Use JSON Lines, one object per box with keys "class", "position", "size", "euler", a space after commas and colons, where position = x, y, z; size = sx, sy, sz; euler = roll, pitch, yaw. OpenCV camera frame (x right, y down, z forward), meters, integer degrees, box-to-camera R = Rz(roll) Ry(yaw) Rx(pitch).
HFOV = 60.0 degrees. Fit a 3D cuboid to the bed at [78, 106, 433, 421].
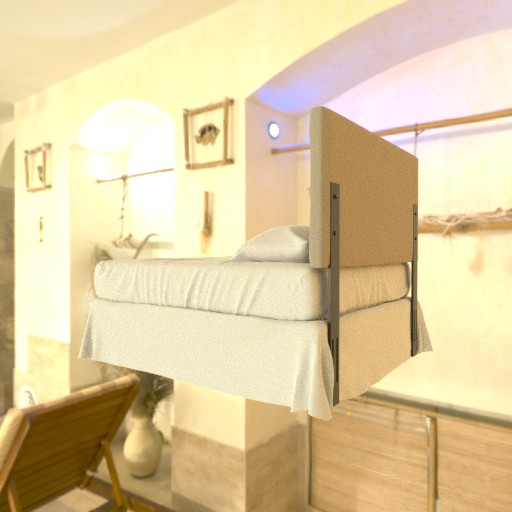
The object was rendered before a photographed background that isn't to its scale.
{"class": "bed", "position": [0.000, 0.000, 3.517], "size": [2.222, 1.577, 1.936], "euler": [1, 1, 37]}
